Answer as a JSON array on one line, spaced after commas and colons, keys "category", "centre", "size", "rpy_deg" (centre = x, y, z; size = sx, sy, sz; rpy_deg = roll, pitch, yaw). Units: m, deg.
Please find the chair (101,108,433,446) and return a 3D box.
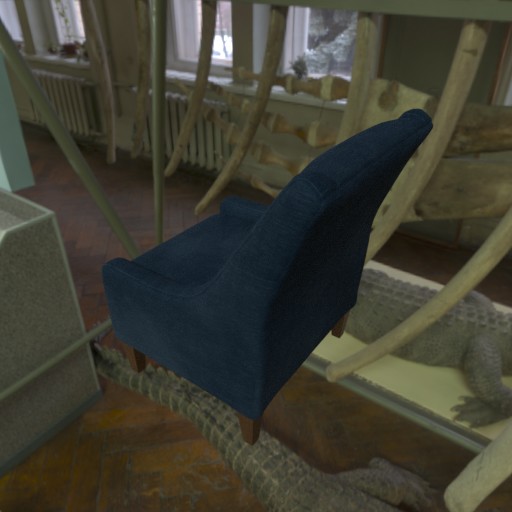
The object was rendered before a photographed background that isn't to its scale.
[{"category": "chair", "centre": [0.000, 0.000, 1.612], "size": [0.870, 1.014, 0.774], "rpy_deg": [21, 37, 30]}]
